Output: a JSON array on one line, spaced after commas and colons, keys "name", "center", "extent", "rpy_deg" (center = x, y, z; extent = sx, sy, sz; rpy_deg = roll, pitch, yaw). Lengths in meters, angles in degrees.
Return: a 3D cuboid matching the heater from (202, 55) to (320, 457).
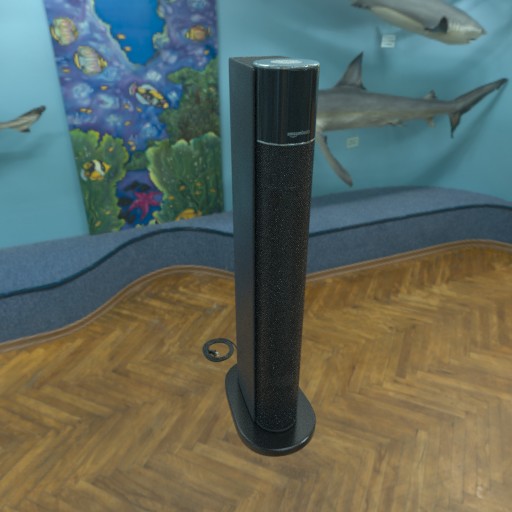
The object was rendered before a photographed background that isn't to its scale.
[{"name": "heater", "center": [0.000, 0.000, 1.031], "extent": [0.214, 0.856, 0.458], "rpy_deg": [-10, 31, -17]}]
